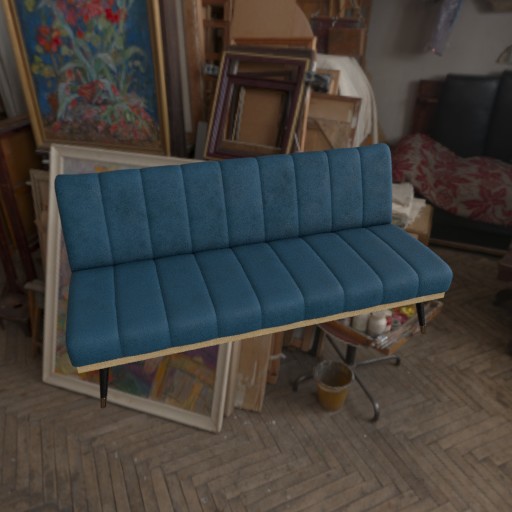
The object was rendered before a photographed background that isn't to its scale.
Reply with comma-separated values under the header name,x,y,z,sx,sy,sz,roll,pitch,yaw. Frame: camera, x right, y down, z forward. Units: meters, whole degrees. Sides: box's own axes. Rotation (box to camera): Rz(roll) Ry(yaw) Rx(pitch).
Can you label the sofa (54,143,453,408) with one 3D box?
name,x,y,z,sx,sy,sz,roll,pitch,yaw
sofa,0.000,0.000,2.262,1.810,0.825,0.830,-9,31,-15
